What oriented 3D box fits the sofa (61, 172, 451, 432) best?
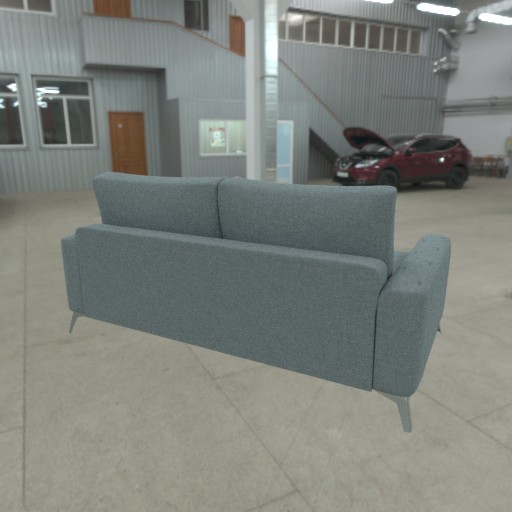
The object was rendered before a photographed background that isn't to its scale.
[{"bbox_3d":[0.000,0.000,2.111,1.650,0.790,0.920,8,17,27],"label":"sofa"}]
